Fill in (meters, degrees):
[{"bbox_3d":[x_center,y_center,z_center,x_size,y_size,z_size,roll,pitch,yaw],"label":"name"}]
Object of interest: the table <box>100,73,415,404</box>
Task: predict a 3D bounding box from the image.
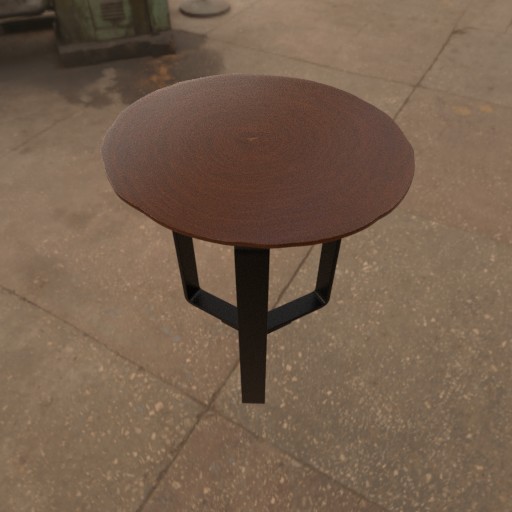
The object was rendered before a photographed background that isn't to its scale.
[{"bbox_3d":[0.000,0.000,0.749,0.410,0.450,0.380,24,51,21],"label":"table"}]
